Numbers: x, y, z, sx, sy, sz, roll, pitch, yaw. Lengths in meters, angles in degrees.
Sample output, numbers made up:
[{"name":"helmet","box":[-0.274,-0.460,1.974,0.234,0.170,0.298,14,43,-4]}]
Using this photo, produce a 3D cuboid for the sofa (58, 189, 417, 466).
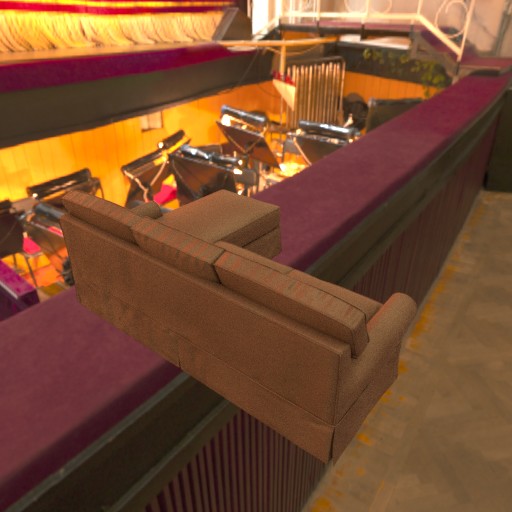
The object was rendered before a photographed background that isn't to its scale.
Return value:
[{"name":"sofa","box":[0.000,0.000,3.349,2.475,0.978,1.733,22,36,33]}]
